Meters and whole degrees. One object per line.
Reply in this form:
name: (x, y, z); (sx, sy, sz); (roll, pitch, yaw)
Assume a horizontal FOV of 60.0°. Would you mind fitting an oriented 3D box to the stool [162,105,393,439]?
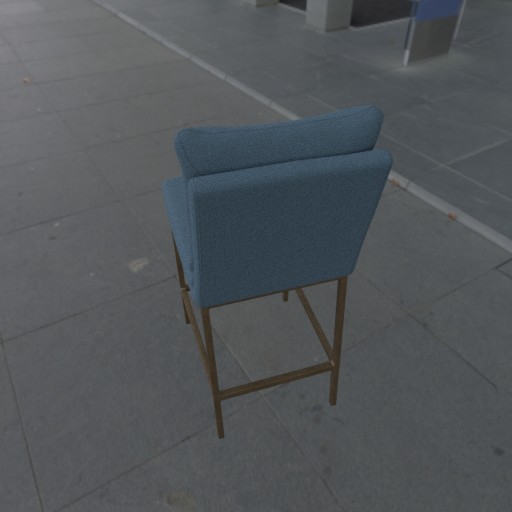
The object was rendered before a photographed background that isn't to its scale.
stool: (0.000, 0.000, 1.349); (0.463, 1.032, 0.568); (-11, 42, -13)
